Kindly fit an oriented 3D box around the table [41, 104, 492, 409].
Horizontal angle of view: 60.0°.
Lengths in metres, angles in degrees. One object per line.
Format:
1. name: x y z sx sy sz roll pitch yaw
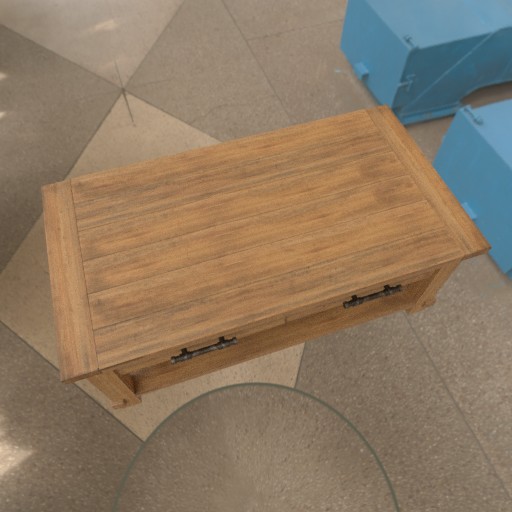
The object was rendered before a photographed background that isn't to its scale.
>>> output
1. table: 0.000 0.000 1.603 1.270 0.494 0.693 -16 60 -10
